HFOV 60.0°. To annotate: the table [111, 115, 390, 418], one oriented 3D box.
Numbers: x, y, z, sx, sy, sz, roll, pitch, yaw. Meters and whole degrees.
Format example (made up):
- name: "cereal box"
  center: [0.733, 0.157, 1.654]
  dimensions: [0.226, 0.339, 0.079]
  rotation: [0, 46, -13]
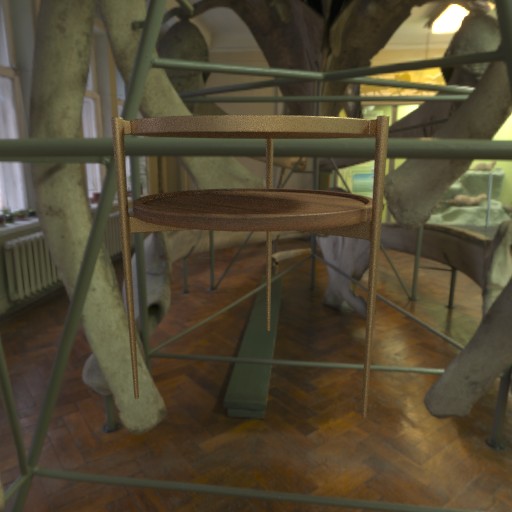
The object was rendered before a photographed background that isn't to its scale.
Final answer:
- name: "table"
  center: [0.000, 0.000, 0.846]
  dimensions: [0.430, 0.493, 0.456]
  rotation: [2, 14, 8]
